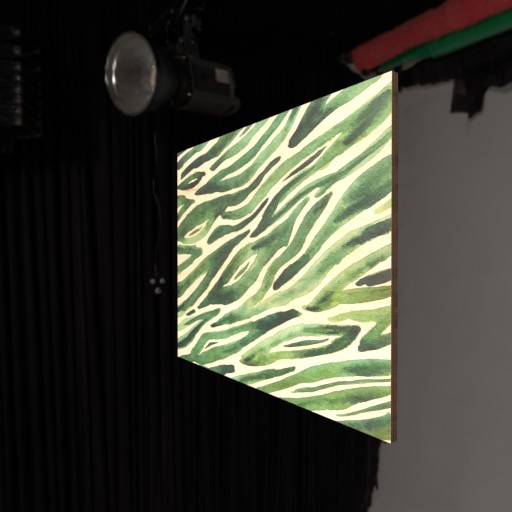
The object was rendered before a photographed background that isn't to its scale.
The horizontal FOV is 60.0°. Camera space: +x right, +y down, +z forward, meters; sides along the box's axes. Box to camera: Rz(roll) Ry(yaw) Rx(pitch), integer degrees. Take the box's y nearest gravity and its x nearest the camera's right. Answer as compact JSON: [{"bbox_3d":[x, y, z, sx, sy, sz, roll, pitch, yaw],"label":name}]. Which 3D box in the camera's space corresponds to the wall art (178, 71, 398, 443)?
[{"bbox_3d":[0.000,0.000,0.691,0.012,0.408,0.508,0,1,-37],"label":"wall art"}]
